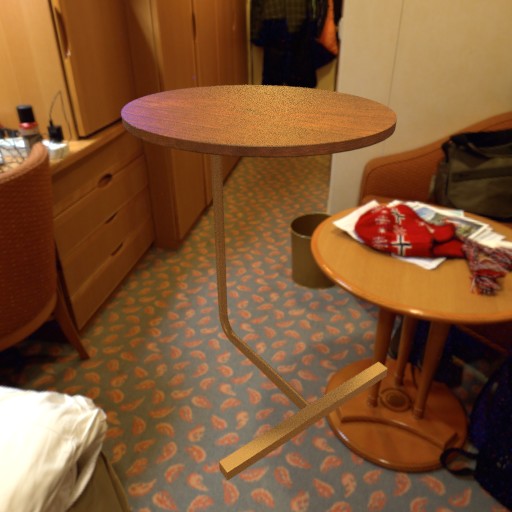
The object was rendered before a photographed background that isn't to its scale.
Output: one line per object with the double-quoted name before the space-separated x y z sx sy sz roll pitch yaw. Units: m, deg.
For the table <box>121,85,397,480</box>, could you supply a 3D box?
"table" 0.000 0.000 1.089 0.530 0.706 0.577 -20 35 -31
